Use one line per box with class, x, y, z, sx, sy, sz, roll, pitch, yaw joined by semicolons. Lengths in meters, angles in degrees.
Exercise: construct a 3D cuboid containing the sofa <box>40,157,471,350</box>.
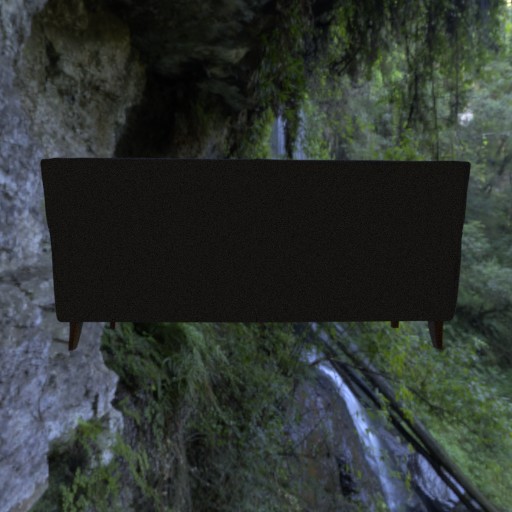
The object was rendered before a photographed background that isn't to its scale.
sofa;0.000;0.000;2.457;2.002;0.907;0.843;0;0;-1
